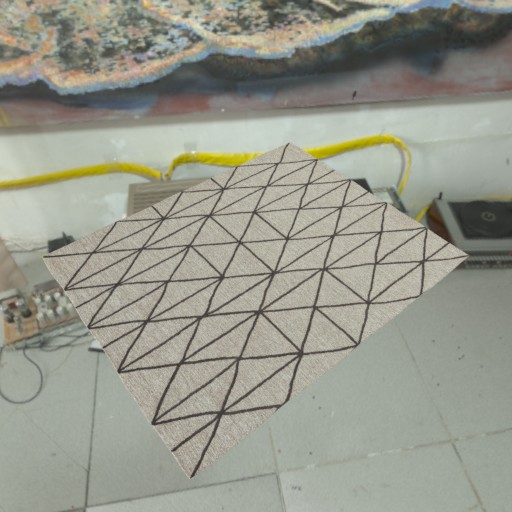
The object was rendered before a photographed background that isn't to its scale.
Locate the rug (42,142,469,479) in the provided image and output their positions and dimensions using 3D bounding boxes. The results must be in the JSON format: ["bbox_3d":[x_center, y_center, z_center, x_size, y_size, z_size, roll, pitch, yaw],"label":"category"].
[{"bbox_3d":[0.000,0.000,4.040,3.061,0.022,2.468,-30,53,-26],"label":"rug"}]
